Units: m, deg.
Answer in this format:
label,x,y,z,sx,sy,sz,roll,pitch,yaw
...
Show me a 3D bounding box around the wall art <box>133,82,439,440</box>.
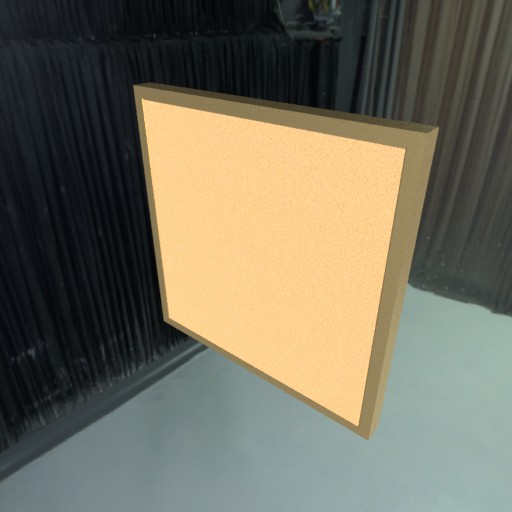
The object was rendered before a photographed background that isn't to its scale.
label,x,y,z,sx,sy,sz,roll,pitch,yaw
wall art,0.000,0.000,1.920,1.284,1.284,0.095,22,36,33
